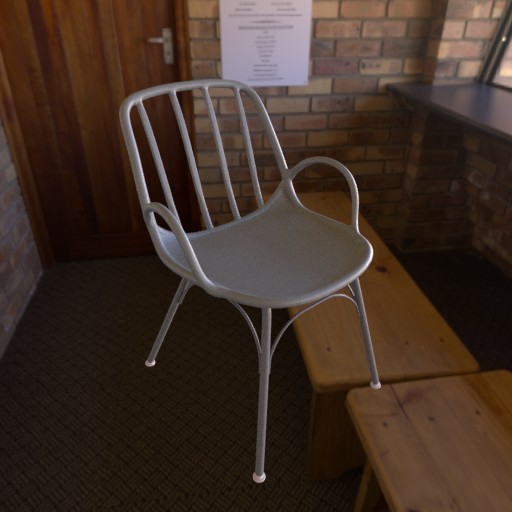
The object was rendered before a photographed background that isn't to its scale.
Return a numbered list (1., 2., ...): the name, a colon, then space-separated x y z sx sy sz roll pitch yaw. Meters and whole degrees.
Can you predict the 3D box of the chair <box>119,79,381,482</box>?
1. chair: 0.000 0.000 1.187 0.549 0.816 0.597 -23 37 -34
